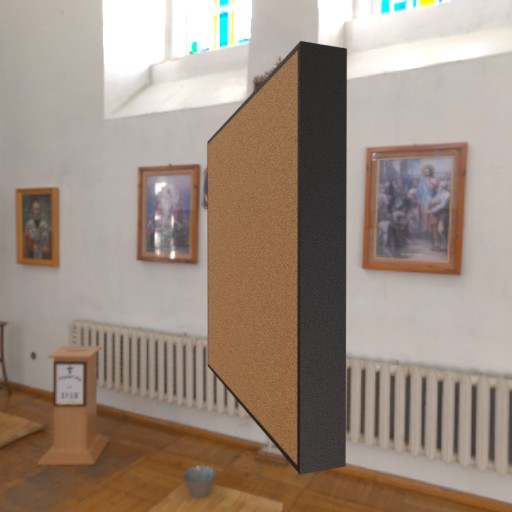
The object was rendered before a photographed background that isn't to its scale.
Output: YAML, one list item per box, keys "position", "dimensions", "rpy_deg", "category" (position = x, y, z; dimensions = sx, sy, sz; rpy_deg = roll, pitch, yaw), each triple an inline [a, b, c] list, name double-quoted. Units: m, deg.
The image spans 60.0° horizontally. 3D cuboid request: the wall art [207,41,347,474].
- position: [0.000, 0.000, 0.459]
  dimensions: [0.037, 0.303, 0.304]
  rpy_deg: [0, 1, -18]
  category: "wall art"
